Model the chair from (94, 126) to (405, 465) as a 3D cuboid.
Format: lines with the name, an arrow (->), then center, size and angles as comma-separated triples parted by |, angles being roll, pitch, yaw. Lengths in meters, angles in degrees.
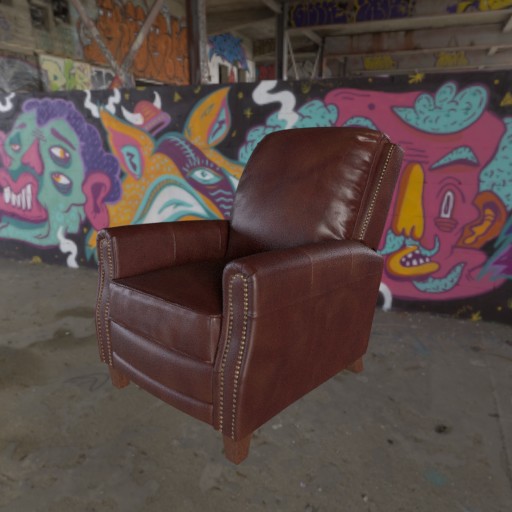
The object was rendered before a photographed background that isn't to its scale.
chair -> 0.000, 0.000, 1.798 | 0.826, 1.022, 1.089 | 13, 19, 40
